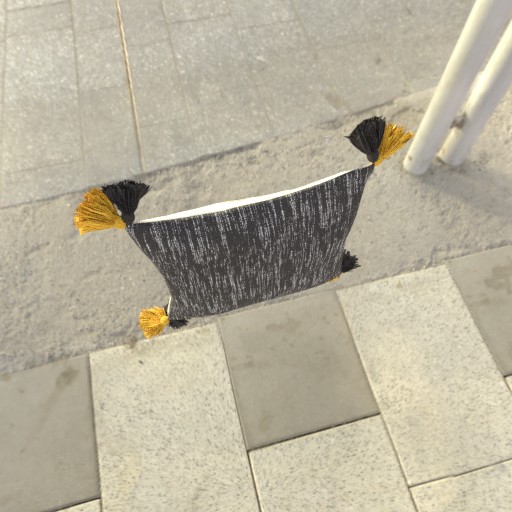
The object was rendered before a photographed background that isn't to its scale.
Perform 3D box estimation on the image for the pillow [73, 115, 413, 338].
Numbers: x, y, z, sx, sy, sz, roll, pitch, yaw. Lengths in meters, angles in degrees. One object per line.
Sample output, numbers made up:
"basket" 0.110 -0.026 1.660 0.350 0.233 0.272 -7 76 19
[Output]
"pillow" 0.000 0.000 1.009 0.654 0.659 0.139 -15 63 -8
